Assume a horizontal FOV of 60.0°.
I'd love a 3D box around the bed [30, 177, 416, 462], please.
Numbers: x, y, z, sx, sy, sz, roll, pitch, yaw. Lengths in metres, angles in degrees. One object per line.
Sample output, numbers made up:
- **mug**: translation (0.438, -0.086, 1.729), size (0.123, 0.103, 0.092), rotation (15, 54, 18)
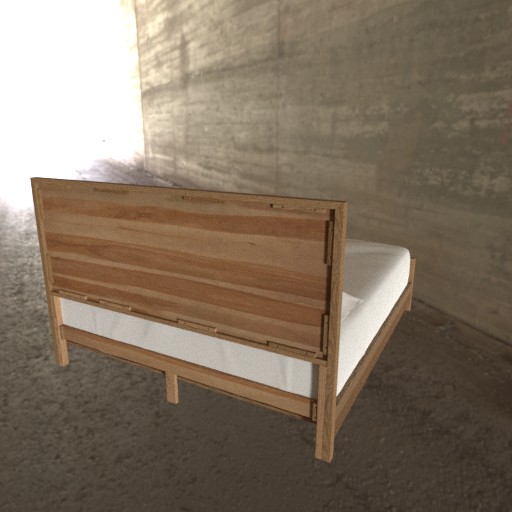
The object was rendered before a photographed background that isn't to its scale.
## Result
- **bed**: translation (0.000, 0.000, 3.393), size (2.013, 1.295, 2.184), rotation (9, 18, 27)
